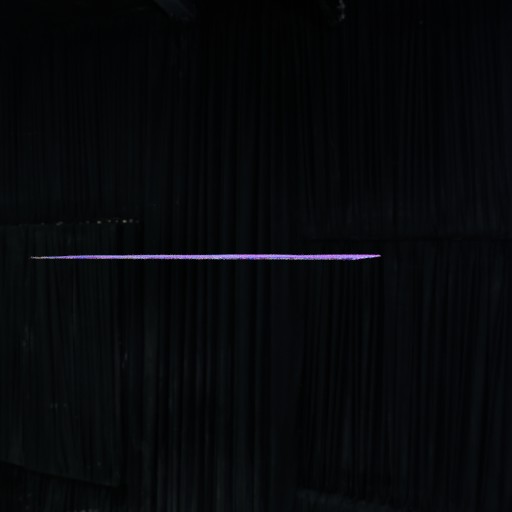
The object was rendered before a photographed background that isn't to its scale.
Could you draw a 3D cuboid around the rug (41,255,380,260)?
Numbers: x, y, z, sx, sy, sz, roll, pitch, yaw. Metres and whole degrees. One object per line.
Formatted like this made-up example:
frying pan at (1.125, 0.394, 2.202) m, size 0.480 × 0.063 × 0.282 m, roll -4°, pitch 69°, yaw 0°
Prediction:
rug at (0.000, 0.000, 2.988) m, size 1.539 × 0.013 × 2.350 m, roll 0°, pitch 0°, yaw 18°
